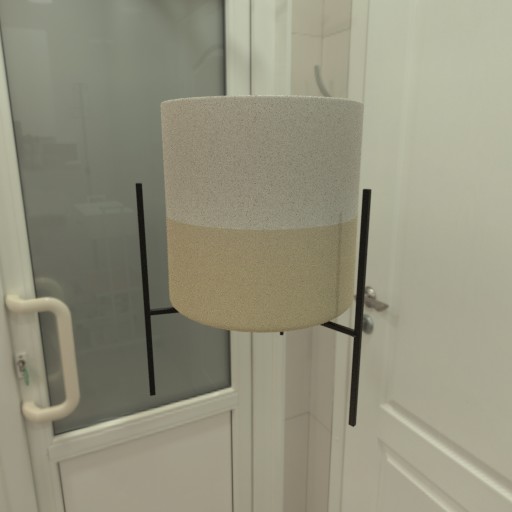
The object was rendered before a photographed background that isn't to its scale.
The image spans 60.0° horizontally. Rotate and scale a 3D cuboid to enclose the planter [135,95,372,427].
[{"bbox_3d":[0.000,0.000,0.552,0.267,0.362,0.263,-8,17,-27],"label":"planter"}]
